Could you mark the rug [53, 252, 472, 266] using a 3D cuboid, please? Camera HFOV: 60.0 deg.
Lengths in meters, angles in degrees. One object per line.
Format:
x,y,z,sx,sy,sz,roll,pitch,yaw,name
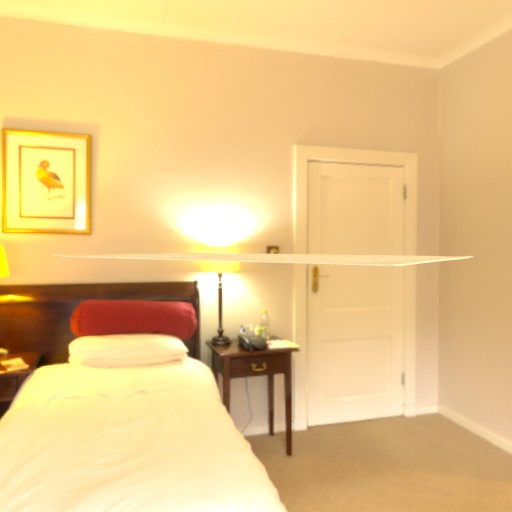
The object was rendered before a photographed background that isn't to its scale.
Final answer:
0.000,0.000,3.006,2.434,0.023,1.518,1,2,36,rug
